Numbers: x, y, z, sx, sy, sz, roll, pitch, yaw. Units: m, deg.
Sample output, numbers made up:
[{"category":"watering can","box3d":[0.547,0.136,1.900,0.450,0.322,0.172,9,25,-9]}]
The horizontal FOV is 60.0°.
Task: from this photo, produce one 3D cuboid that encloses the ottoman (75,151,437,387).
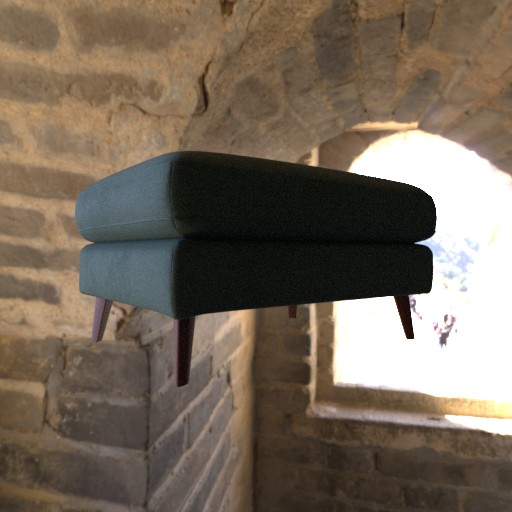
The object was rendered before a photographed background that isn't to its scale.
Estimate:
[{"category":"ottoman","box3d":[0.000,0.000,1.184,0.811,0.449,0.608,0,1,-37]}]
